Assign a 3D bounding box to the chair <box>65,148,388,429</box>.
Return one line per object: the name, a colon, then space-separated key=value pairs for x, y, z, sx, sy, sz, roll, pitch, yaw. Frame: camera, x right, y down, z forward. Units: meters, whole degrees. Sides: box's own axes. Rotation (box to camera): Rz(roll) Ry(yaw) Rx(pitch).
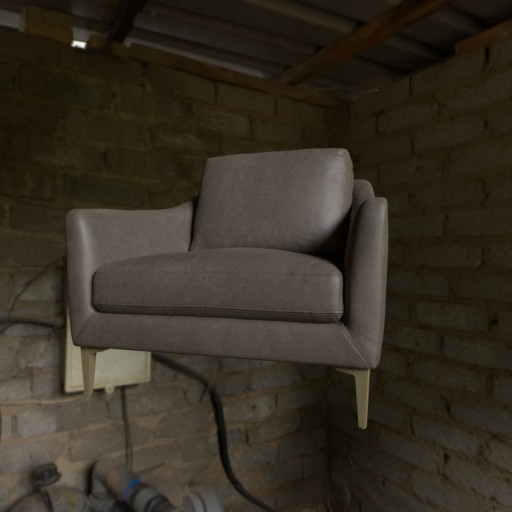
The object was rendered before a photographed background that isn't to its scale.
chair: x=0.000 y=0.000 z=1.693 sx=0.988 sy=0.901 sz=0.961 roll=0 pitch=0 yaw=18
